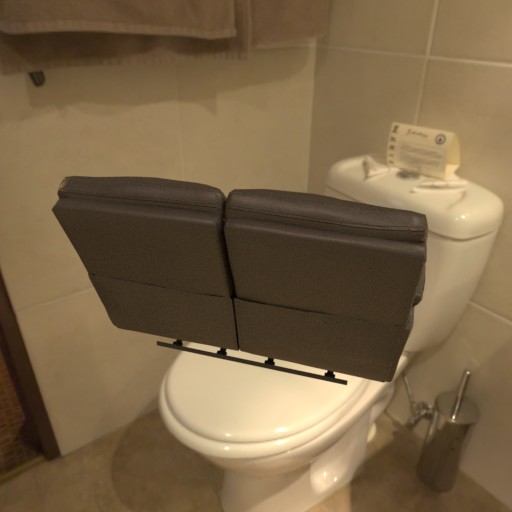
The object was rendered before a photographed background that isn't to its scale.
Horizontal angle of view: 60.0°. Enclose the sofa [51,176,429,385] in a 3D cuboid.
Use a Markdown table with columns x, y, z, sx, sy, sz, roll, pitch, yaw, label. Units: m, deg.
| x | y | z | sx | sy | sz | roll | pitch | yaw | label |
| --- | --- | --- | --- | --- | --- | --- | --- | --- | --- |
| 0.000 | 0.000 | 2.464 | 1.765 | 1.111 | 1.104 | 8 | 31 | 14 | sofa |
